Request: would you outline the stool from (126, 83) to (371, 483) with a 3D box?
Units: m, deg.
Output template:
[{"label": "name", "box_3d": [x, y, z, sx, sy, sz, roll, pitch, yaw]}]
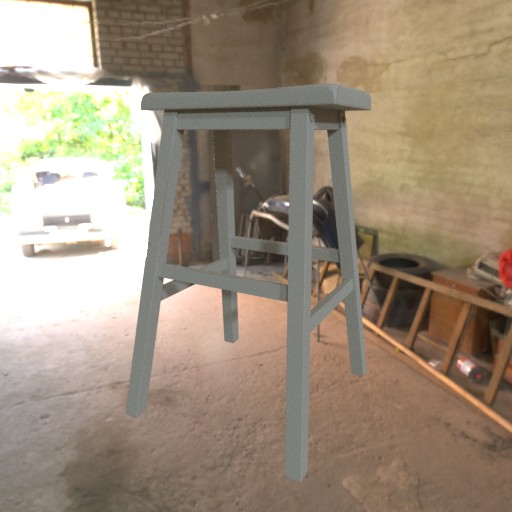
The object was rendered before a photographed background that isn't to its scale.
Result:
[{"label": "stool", "box_3d": [0.000, 0.000, 1.065, 0.457, 0.737, 0.476, 8, 18, 27]}]
